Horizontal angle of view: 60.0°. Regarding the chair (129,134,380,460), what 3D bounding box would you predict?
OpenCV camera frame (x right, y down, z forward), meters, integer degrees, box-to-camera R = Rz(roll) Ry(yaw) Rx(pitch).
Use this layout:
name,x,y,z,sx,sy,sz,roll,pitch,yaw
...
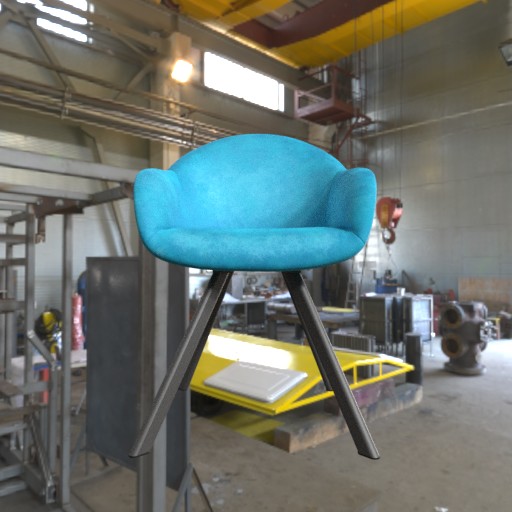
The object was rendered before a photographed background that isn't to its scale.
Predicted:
name,x,y,z,sx,sy,sz,roll,pitch,yaw
chair,0.000,0.000,1.158,0.550,0.795,0.590,0,-1,1
